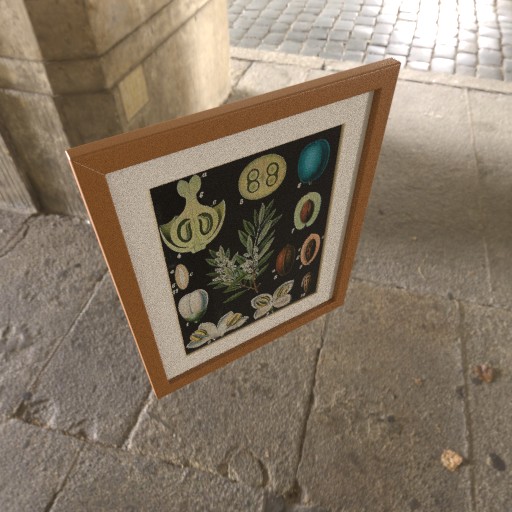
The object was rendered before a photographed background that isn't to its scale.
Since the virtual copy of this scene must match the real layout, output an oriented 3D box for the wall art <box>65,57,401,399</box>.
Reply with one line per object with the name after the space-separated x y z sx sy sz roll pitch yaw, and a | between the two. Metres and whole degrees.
0.000 0.000 0.733 0.449 0.550 0.021 -23 51 -20 | wall art
